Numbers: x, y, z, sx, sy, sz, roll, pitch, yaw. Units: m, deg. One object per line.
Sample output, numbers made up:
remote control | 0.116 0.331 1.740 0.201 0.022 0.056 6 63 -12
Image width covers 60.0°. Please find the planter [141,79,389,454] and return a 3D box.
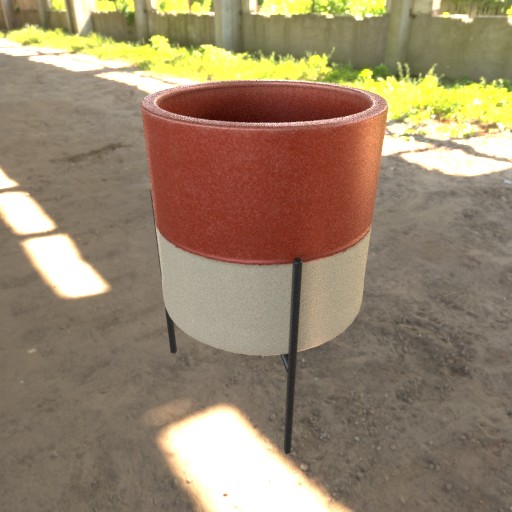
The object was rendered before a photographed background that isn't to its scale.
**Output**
planter | 0.000 0.000 0.515 0.251 0.354 0.235 8 31 14
